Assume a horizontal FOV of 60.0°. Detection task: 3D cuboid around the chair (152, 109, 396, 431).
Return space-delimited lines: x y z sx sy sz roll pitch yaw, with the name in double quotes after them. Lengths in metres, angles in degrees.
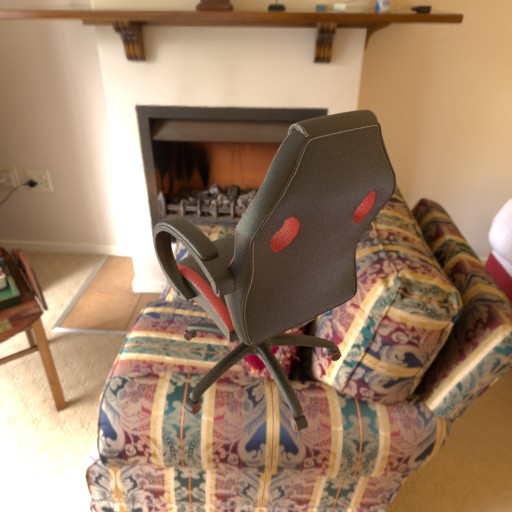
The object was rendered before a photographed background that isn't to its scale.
0.000 0.000 1.702 0.750 1.189 0.783 -20 36 -29 "chair"
